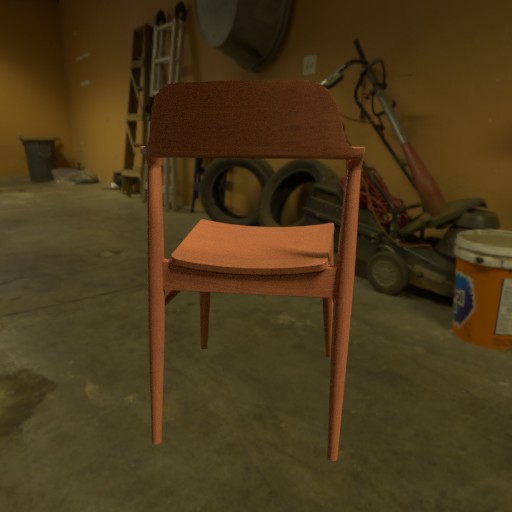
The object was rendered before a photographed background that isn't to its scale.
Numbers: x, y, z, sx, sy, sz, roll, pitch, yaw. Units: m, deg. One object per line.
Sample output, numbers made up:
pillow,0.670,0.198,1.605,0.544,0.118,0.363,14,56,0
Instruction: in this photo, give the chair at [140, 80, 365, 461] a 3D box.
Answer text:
chair,0.000,0.000,1.147,0.496,0.801,0.499,2,16,7
